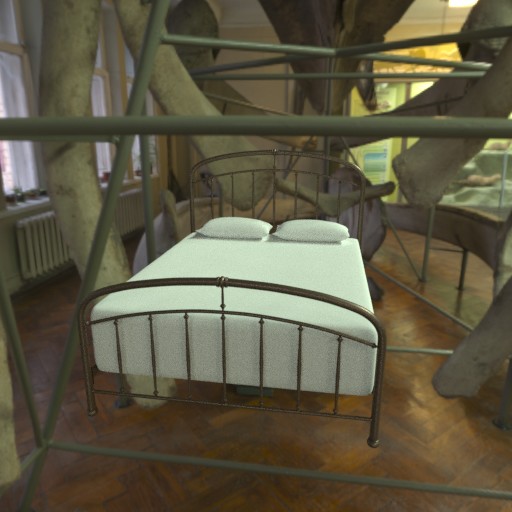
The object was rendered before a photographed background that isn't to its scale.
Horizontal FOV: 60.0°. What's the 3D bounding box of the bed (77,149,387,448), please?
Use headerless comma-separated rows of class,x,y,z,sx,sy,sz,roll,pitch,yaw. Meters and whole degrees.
bed,0.000,0.000,3.332,1.711,1.475,2.168,3,16,9
